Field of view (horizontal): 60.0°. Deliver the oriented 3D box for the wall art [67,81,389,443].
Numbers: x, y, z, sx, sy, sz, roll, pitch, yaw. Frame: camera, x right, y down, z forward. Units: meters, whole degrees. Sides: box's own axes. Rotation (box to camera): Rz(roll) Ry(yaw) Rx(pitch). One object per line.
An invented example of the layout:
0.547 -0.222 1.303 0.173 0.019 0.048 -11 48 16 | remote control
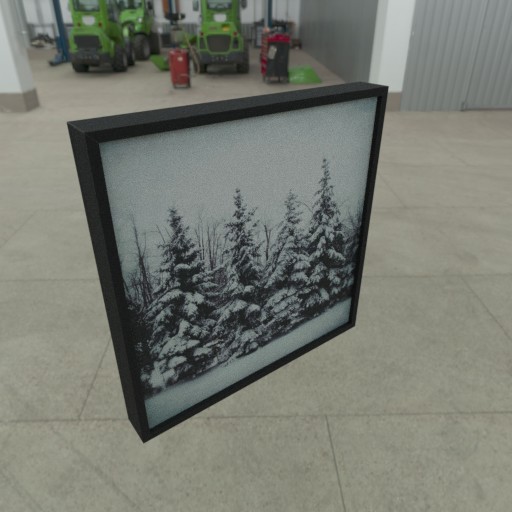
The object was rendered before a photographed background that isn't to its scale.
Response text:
0.000 0.000 0.454 0.305 0.305 0.037 -20 36 -31 | wall art
